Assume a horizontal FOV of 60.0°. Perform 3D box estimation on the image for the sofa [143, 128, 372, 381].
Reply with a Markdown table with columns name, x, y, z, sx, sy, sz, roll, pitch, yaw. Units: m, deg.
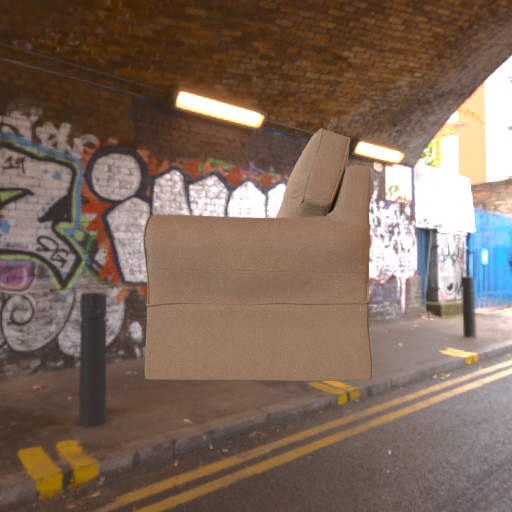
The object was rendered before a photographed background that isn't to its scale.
| name | x | y | z | sx | sy | sz | roll | pitch | yaw |
| --- | --- | --- | --- | --- | --- | --- | --- | --- | --- |
| sofa | 0.000 | 0.000 | 2.751 | 0.900 | 1.014 | 2.246 | 0 | -1 | 0 |
